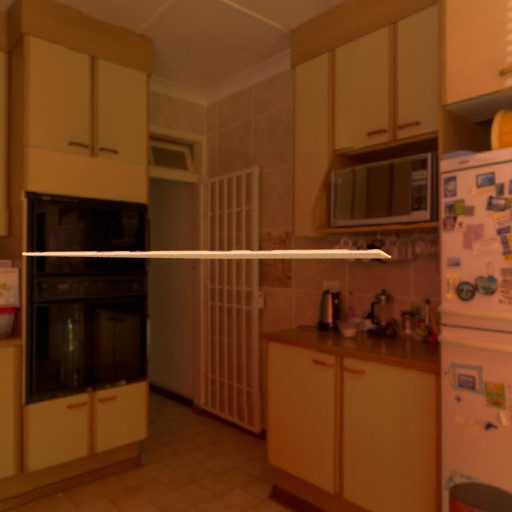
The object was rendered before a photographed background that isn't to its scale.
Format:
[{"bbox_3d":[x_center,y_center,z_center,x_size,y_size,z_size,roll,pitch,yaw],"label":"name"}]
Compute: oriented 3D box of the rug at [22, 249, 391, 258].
[{"bbox_3d":[0.000,0.000,3.872,2.211,0.021,2.910,0,-1,18],"label":"rug"}]
